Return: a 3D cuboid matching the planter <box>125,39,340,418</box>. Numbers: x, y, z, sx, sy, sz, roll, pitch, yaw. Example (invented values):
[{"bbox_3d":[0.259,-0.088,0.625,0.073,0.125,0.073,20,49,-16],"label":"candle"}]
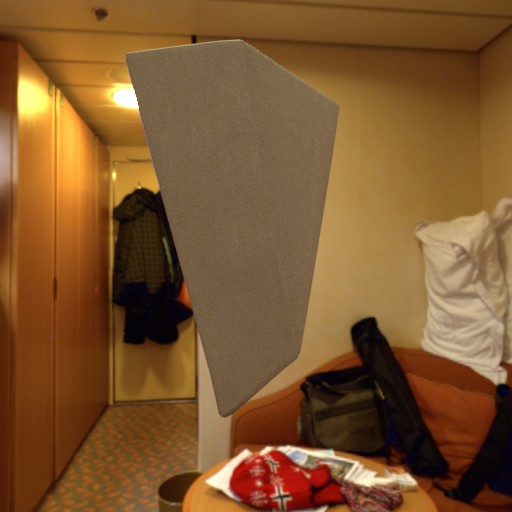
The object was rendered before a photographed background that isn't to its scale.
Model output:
[{"bbox_3d":[0.000,0.000,0.260,0.060,0.197,0.150,-1,-2,37],"label":"planter"}]
